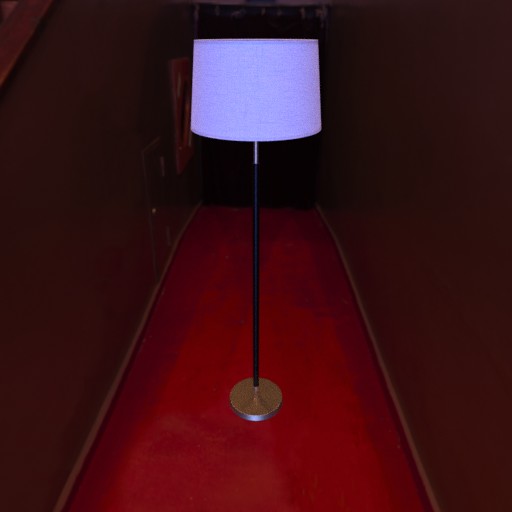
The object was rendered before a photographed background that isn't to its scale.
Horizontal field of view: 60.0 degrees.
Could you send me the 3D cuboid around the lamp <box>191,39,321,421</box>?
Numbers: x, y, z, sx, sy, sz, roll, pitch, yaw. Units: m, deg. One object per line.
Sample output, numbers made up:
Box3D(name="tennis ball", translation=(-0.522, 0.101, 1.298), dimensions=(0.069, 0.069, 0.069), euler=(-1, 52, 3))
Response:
Box3D(name="lamp", translation=(0.000, 0.000, 1.651), dimensions=(0.420, 1.447, 0.420), euler=(0, 27, 0))
